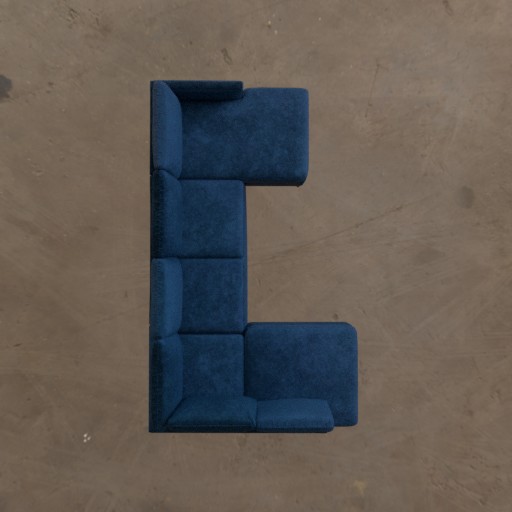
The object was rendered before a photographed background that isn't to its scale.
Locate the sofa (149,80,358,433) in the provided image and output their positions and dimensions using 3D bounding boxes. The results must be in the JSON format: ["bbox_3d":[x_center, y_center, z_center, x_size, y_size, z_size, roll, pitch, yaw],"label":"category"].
[{"bbox_3d":[0.000,0.000,4.485,2.055,0.992,3.434,0,89,-1],"label":"sofa"}]
